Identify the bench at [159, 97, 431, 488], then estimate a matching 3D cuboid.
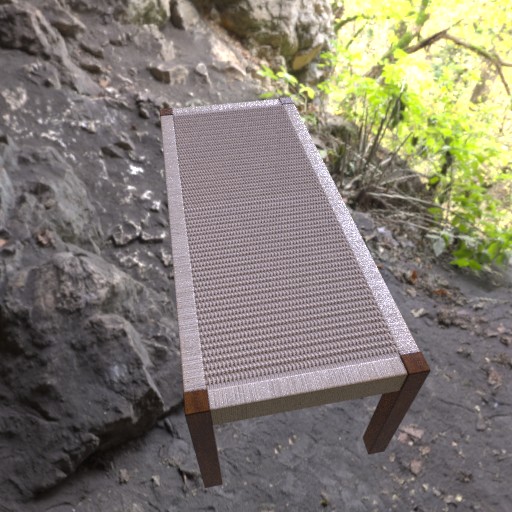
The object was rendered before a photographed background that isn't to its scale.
[{"bbox_3d":[0.000,0.000,1.451,0.507,0.457,1.198,-8,47,-7],"label":"bench"}]
